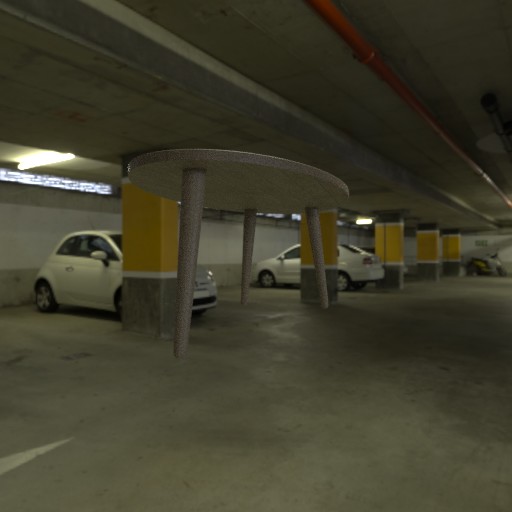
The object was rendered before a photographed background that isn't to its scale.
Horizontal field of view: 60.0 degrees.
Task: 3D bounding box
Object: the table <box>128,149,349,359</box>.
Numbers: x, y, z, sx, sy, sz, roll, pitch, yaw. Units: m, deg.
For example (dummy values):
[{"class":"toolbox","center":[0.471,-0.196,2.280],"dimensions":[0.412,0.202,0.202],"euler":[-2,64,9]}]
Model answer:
[{"class":"table","center":[0.000,0.000,1.331],"dimensions":[0.542,0.390,1.083],"euler":[0,0,16]}]
